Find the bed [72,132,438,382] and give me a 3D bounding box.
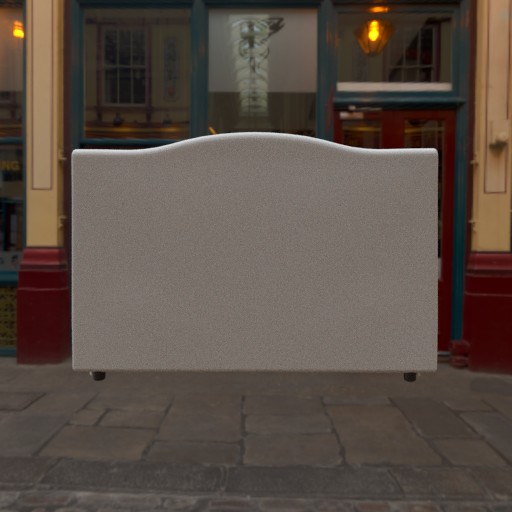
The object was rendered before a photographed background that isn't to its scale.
[{"bbox_3d":[0.000,0.000,3.579,2.083,1.421,2.182,0,0,1],"label":"bed"}]
